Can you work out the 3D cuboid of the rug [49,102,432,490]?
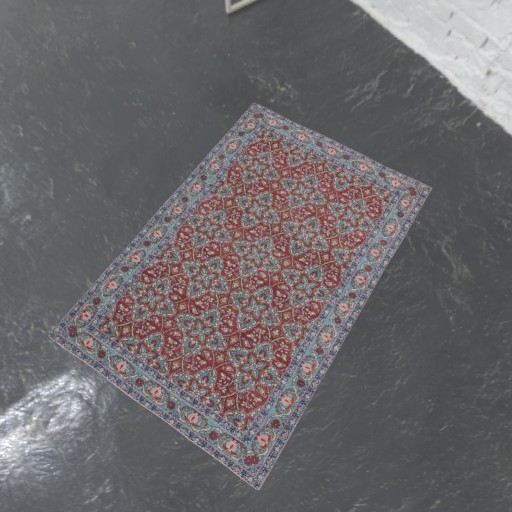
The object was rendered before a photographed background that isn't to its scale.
[{"bbox_3d":[0.000,0.000,2.340,1.219,0.009,1.829,30,67,14],"label":"rug"}]
